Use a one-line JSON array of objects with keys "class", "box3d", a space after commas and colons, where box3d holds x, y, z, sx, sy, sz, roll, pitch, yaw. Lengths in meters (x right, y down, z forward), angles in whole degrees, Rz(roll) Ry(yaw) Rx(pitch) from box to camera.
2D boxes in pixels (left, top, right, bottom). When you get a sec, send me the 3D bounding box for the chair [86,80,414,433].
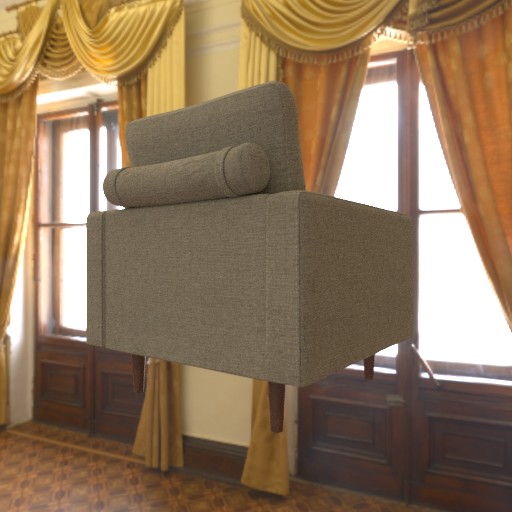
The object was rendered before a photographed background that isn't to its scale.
[{"class": "chair", "box3d": [0.000, 0.000, 1.495, 0.821, 0.880, 0.843, 0, 0, 37]}]
